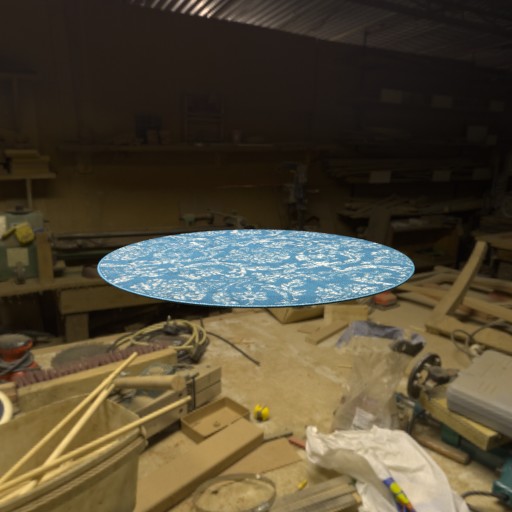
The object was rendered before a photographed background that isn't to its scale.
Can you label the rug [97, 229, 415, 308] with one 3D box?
[{"bbox_3d":[0.000,0.000,2.354,1.593,0.012,1.593,0,13,0],"label":"rug"}]
